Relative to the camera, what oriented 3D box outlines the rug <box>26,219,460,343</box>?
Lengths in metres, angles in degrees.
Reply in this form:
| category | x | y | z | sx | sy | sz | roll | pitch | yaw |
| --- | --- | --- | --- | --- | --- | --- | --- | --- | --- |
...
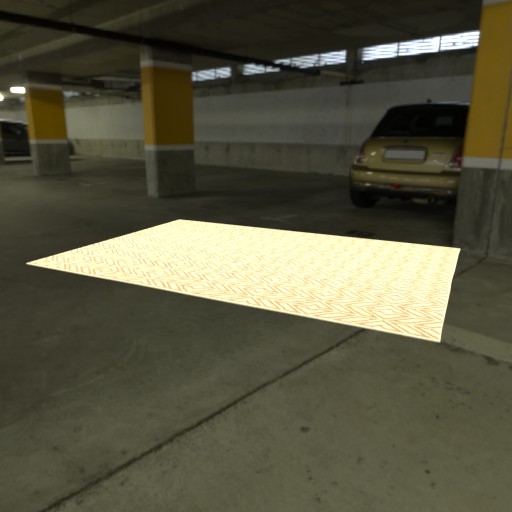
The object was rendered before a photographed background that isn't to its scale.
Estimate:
| category | x | y | z | sx | sy | sz | roll | pitch | yaw |
| --- | --- | --- | --- | --- | --- | --- | --- | --- | --- |
| rug | 0.000 | 0.000 | 2.233 | 1.828 | 0.007 | 1.220 | 8 | 17 | 25 |
